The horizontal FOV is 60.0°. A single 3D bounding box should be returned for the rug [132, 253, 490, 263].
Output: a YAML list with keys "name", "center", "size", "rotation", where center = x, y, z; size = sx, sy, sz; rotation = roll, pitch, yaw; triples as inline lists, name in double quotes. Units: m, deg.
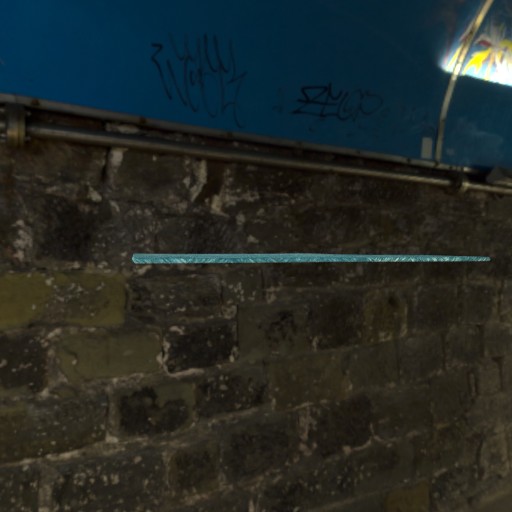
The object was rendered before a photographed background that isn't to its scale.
- name: "rug"
  center: [0.000, 0.000, 2.124]
  size: [1.136, 0.017, 1.728]
  rotation: [0, 1, -15]
